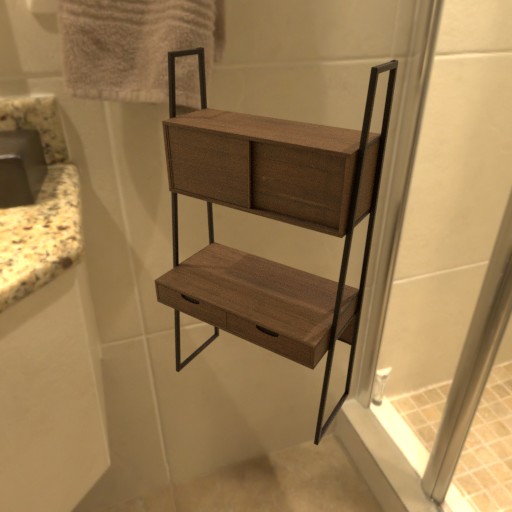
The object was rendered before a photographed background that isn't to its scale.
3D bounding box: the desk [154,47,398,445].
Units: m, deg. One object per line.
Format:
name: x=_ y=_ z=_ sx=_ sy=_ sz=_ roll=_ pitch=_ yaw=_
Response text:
desk: x=0.000 y=0.000 z=2.205 sx=0.982 sy=1.809 sz=0.515 roll=18 pitch=35 yaw=28
